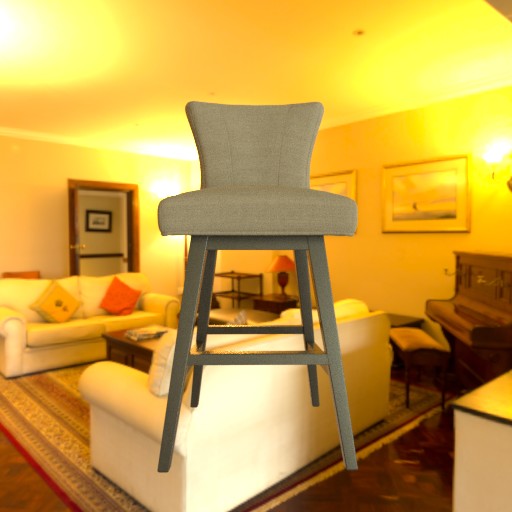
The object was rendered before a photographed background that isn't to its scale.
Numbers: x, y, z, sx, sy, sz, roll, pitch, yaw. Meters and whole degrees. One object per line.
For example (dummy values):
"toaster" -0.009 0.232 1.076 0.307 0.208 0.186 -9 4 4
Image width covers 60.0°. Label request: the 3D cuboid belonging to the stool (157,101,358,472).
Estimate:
"stool" 0.000 0.000 1.391 0.514 1.086 0.574 0 2 -1
